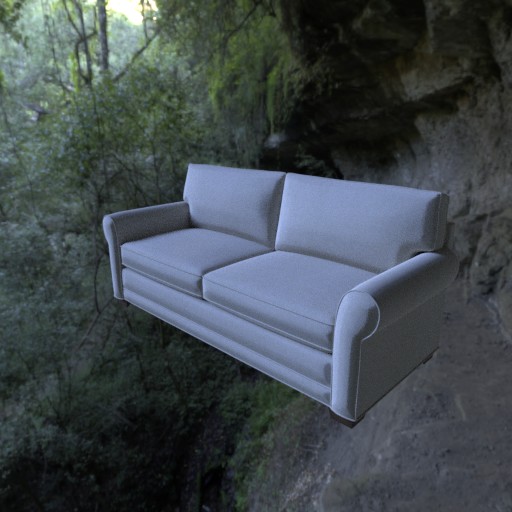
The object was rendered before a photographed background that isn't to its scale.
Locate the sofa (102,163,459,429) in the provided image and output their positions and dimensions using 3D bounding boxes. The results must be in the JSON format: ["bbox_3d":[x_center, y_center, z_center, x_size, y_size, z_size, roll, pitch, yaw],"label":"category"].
[{"bbox_3d":[0.000,0.000,2.706,2.146,0.962,0.901,16,24,41],"label":"sofa"}]
